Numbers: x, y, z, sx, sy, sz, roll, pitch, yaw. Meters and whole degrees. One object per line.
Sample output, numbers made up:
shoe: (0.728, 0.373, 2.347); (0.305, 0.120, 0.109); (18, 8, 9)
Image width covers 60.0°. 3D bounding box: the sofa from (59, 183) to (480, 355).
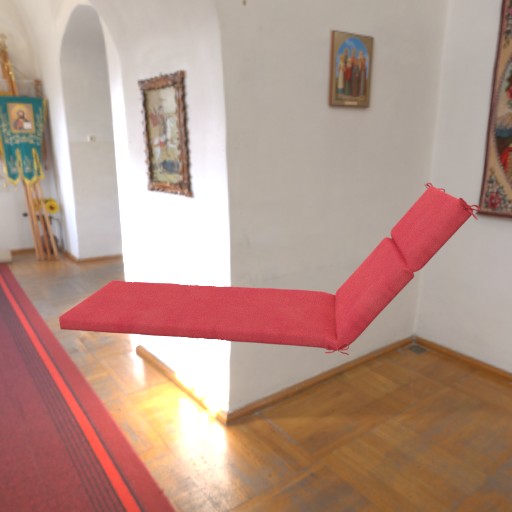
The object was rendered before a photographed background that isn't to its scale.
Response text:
sofa: (0.000, 0.000, 1.970); (1.663, 0.622, 0.582); (2, 16, 9)
